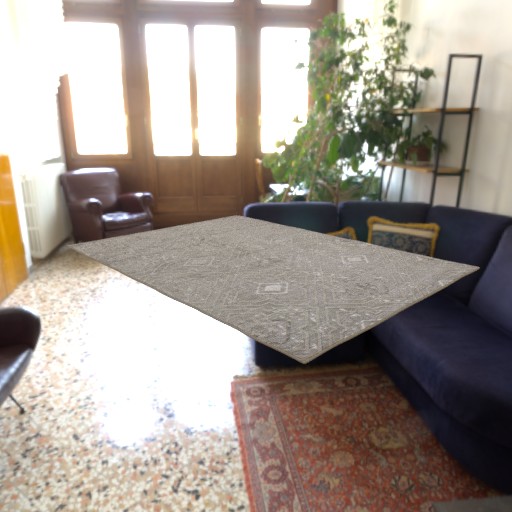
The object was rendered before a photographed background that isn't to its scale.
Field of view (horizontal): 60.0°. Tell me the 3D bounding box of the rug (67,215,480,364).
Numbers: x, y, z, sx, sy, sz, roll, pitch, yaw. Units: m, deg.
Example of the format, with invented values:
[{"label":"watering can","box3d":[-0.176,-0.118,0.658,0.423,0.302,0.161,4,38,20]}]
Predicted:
[{"label":"rug","box3d":[0.000,0.000,4.391,2.448,0.020,3.359,-15,22,-41]}]
